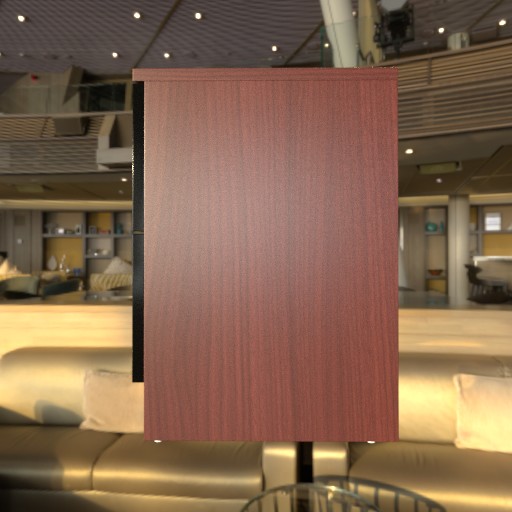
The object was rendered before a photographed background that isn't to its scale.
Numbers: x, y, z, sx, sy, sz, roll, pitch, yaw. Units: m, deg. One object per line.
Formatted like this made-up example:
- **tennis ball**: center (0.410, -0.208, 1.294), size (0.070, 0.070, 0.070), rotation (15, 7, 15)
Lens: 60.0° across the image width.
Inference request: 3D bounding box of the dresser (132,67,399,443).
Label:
- **dresser**: center (0.000, 0.000, 0.755), size (0.360, 0.470, 0.400), rotation (0, 0, 1)
